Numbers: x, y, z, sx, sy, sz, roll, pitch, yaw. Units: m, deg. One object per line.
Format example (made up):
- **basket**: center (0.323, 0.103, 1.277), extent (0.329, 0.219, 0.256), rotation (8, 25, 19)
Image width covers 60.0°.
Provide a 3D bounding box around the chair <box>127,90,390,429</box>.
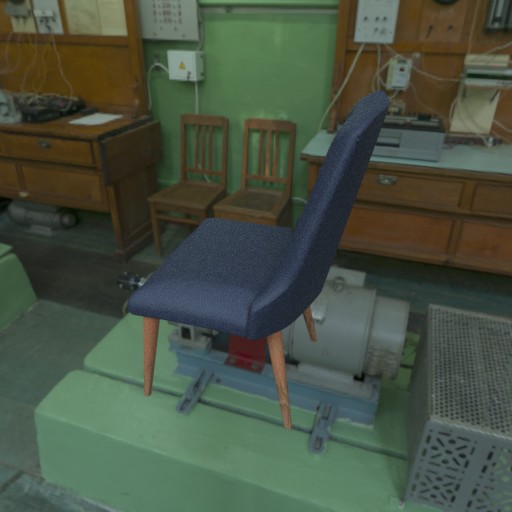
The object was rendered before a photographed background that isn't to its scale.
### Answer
- **chair**: center (0.000, 0.000, 1.171), extent (0.567, 0.820, 0.504), rotation (9, 31, 15)
